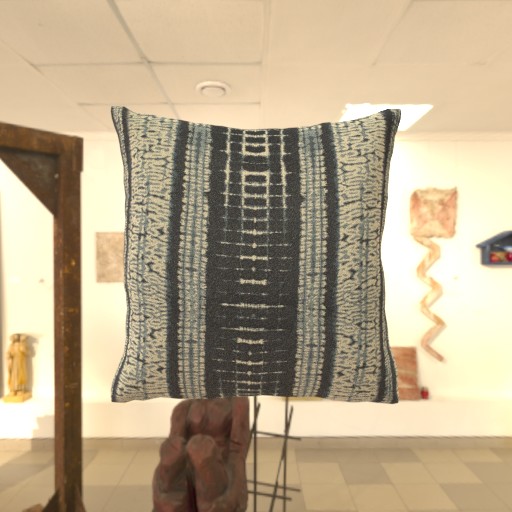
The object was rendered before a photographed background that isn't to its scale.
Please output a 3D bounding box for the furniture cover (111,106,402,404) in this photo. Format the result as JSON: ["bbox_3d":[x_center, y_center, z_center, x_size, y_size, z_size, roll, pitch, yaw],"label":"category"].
[{"bbox_3d":[0.000,0.000,0.648,0.425,0.435,0.133,0,1,0],"label":"furniture cover"}]
